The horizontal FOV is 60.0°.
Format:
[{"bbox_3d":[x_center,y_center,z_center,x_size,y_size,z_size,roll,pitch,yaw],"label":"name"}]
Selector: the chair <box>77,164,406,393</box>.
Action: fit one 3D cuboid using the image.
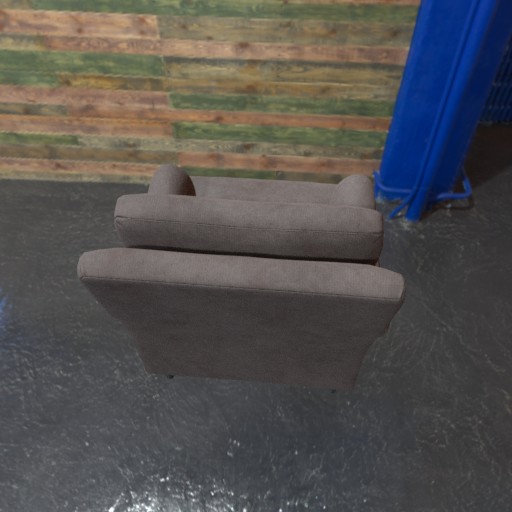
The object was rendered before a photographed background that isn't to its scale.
[{"bbox_3d":[0.000,0.000,1.831,0.955,0.997,1.070,4,46,4],"label":"chair"}]
